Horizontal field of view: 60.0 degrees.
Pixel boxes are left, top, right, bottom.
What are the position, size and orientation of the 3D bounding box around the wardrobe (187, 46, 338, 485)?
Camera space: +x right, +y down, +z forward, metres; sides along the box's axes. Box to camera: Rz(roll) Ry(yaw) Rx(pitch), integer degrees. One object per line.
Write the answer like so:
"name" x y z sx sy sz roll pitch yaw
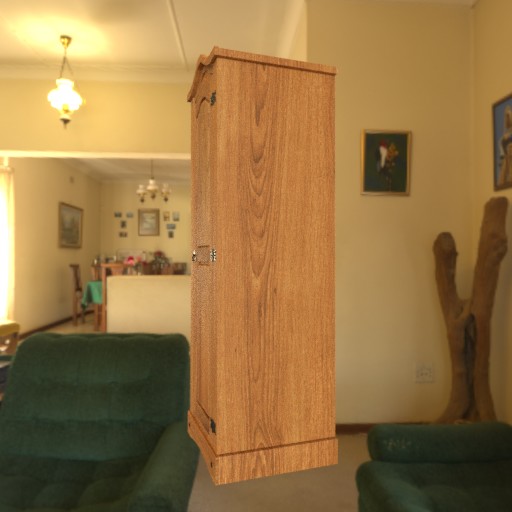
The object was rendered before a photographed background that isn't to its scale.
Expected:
"wardrobe" 0.000 0.000 2.177 0.570 1.870 0.590 0 0 -20
